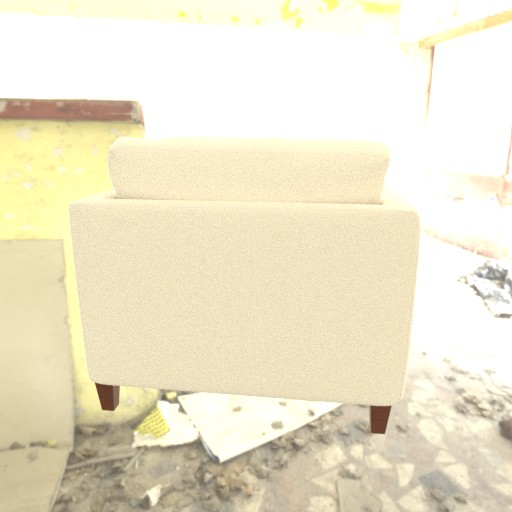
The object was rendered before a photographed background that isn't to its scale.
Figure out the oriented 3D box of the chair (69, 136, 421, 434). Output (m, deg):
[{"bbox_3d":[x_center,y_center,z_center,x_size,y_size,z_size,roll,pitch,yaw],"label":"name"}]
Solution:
[{"bbox_3d":[0.000,0.000,1.686,1.019,0.885,0.878,2,16,7],"label":"chair"}]
